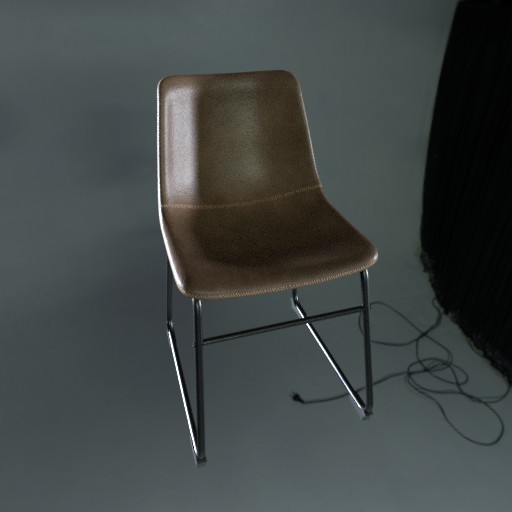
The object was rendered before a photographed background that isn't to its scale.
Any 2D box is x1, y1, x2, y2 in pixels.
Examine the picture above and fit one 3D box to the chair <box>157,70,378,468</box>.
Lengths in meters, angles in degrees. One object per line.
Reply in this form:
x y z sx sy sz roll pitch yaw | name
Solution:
0.000 0.000 1.104 0.460 0.780 0.551 -10 33 -15 | chair
